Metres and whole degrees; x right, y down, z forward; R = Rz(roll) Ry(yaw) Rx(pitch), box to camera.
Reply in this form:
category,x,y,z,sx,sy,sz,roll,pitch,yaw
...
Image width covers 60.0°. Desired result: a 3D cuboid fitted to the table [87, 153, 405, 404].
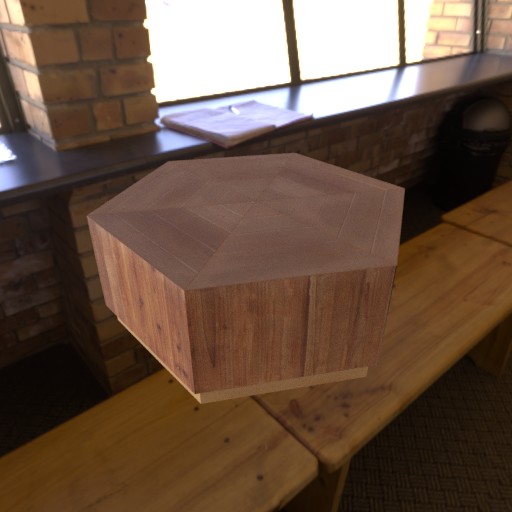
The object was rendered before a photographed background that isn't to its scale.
category,x,y,z,sx,sy,sz,roll,pitch,yaw
table,0.000,0.000,1.696,1.000,0.456,1.154,10,32,15
